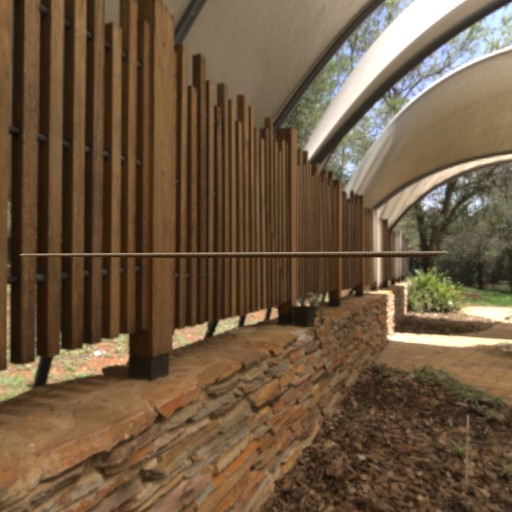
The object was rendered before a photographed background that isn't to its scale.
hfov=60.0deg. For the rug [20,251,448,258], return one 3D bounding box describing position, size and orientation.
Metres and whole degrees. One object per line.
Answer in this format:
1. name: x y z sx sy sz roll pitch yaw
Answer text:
1. rug: 0.000 0.000 4.094 3.050 0.017 2.441 0 -1 18
